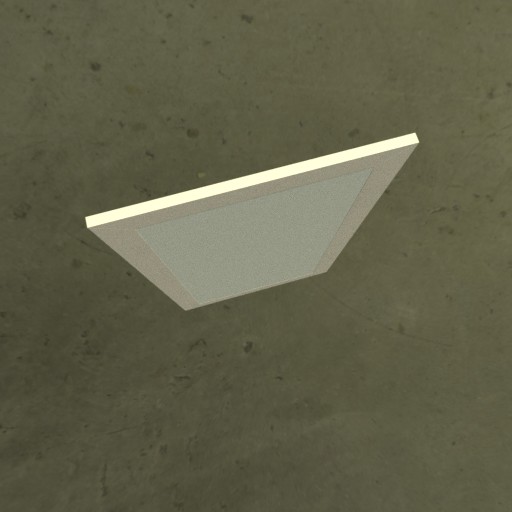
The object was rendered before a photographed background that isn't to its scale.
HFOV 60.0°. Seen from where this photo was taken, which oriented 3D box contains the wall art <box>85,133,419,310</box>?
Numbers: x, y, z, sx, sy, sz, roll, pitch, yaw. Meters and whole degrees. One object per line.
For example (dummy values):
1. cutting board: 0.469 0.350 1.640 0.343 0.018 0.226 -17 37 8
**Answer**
1. wall art: 0.000 0.000 0.821 0.380 0.683 0.013 -15 76 -4
